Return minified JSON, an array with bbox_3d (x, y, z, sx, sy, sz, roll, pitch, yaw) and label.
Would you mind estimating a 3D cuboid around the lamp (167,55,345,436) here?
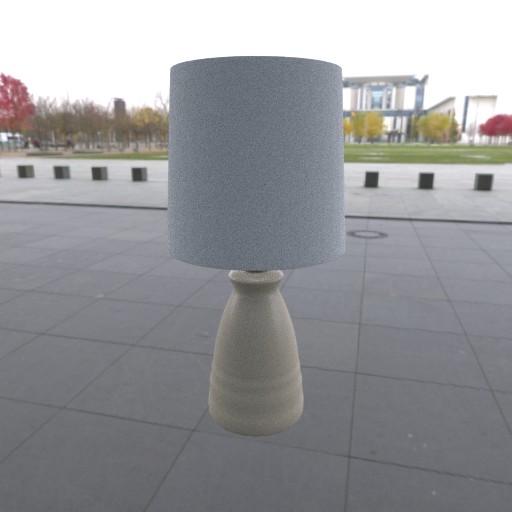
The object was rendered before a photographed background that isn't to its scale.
[{"bbox_3d":[0.000,0.000,0.475,0.186,0.369,0.186,0,15,0],"label":"lamp"}]
